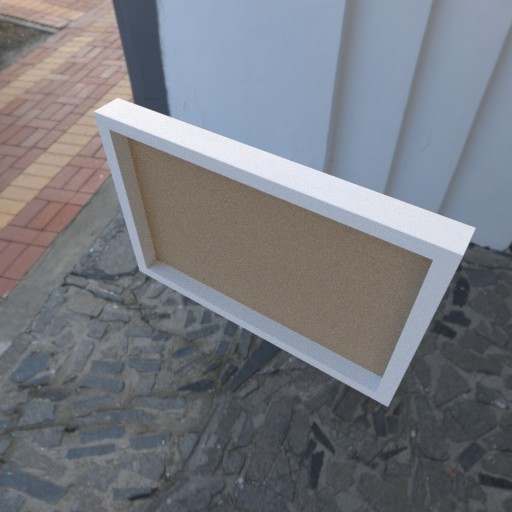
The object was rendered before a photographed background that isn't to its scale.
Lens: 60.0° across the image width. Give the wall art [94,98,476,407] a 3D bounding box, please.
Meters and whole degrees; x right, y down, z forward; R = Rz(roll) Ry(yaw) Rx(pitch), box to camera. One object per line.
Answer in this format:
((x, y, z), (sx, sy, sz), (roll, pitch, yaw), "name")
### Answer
((0.000, 0.000, 0.498), (0.384, 0.254, 0.039), (26, 52, 22), "wall art")
